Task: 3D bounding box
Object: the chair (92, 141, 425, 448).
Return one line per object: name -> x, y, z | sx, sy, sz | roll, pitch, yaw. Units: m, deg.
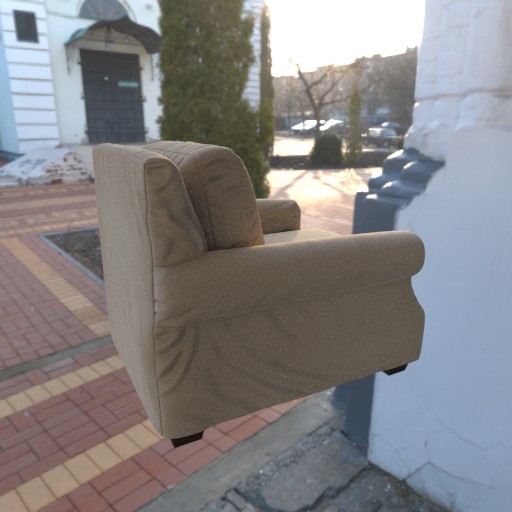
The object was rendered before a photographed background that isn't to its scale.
chair -> 0.000, 0.000, 1.711 | 1.066, 0.866, 0.940 | -9, 19, -27
